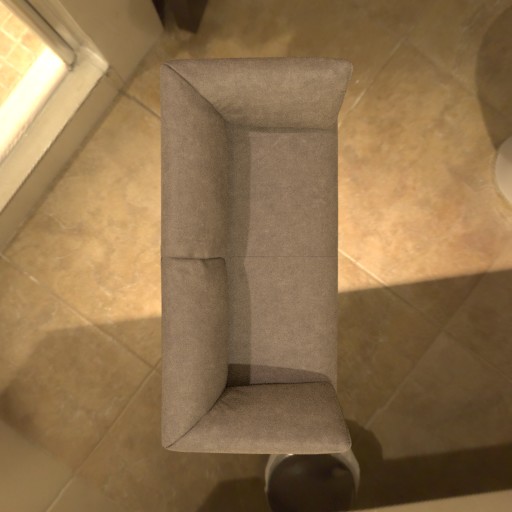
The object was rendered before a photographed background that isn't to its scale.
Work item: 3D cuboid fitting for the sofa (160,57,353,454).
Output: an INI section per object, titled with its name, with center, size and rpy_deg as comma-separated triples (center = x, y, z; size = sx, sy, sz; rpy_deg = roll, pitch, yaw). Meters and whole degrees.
[sofa]
center = 0.000, 0.000, 2.394
size = 0.905, 0.747, 1.878
rpy_deg = 0, 91, 1
